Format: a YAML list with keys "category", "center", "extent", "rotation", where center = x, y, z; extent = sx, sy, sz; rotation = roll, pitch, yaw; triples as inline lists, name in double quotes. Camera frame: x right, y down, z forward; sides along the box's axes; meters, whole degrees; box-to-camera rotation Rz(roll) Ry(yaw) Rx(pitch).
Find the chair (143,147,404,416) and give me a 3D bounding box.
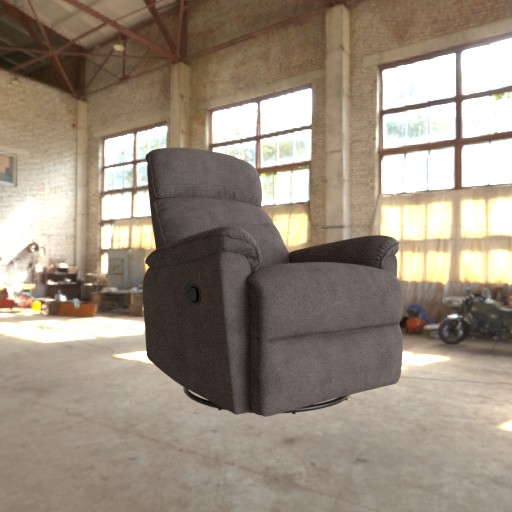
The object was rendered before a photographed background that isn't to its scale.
- category: "chair"
  center: [0.000, 0.000, 1.819]
  extent: [0.830, 1.036, 1.009]
  rotation: [1, -1, -36]
